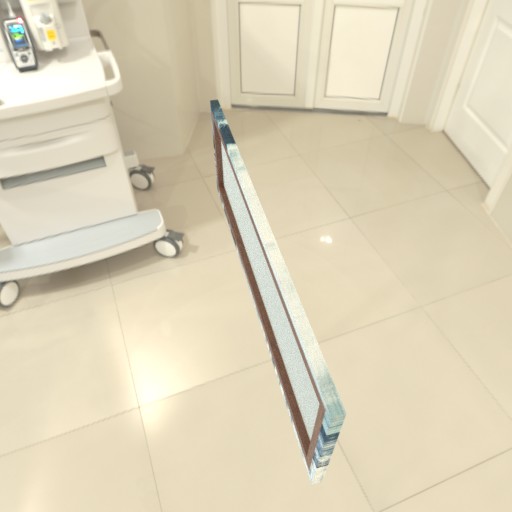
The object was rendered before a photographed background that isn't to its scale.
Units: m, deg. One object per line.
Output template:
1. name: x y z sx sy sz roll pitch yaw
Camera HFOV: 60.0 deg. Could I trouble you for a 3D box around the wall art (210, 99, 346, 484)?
1. wall art: 0.000 0.000 1.706 0.037 0.509 1.524 -11 48 -10
